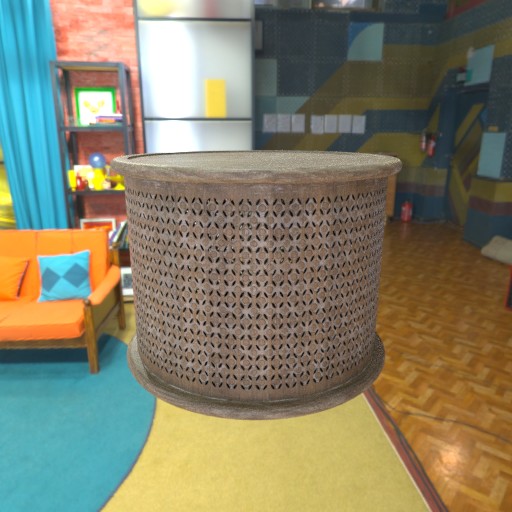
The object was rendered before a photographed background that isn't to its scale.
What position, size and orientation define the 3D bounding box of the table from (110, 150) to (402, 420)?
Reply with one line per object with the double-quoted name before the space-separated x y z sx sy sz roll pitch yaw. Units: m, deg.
"table" 0.000 0.000 1.023 0.607 0.450 0.607 0 16 0
